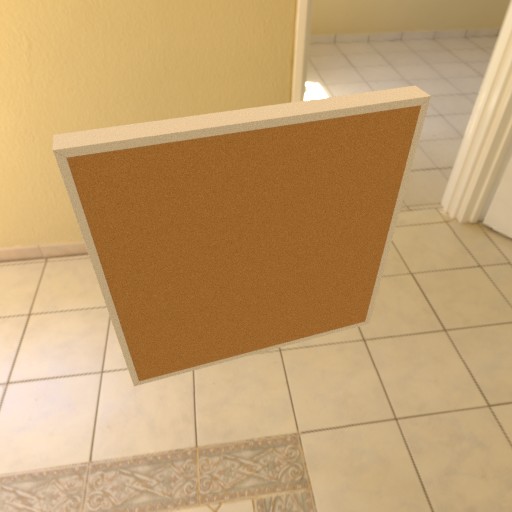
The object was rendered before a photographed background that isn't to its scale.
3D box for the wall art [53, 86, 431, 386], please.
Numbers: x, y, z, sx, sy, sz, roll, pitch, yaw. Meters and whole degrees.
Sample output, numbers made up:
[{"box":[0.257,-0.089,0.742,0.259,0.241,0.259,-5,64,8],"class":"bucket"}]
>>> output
[{"box":[0.000,0.000,0.453,0.304,0.304,0.024,-12,44,-13],"class":"wall art"}]
